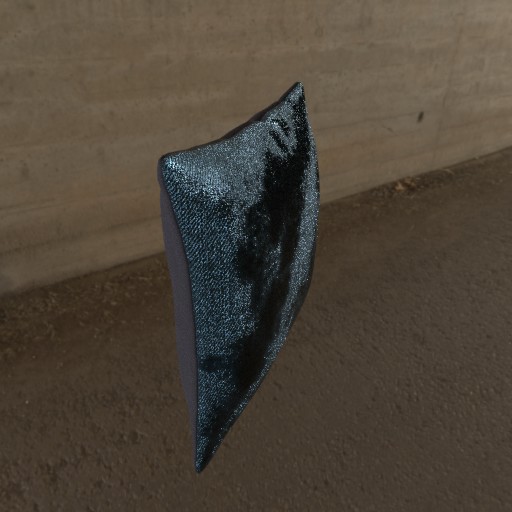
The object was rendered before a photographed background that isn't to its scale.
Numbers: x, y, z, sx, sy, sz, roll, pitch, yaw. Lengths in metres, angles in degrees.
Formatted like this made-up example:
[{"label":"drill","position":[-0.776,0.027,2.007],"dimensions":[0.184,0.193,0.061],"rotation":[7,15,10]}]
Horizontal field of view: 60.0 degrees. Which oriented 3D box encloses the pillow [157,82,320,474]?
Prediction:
[{"label":"pillow","position":[0.000,0.000,0.652],"dimensions":[0.138,0.430,0.436],"rotation":[11,31,18]}]
